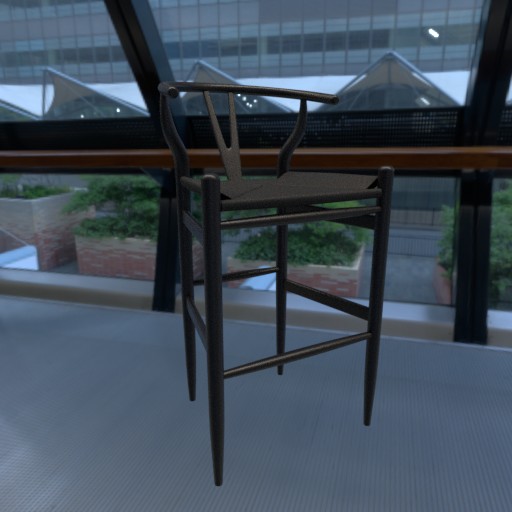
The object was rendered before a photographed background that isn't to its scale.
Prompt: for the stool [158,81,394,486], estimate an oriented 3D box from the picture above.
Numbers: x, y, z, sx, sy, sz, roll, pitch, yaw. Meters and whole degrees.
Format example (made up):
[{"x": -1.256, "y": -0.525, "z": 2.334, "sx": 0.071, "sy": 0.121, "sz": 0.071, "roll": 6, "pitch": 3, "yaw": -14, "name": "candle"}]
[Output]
[{"x": 0.000, "y": 0.000, "z": 1.401, "sx": 0.569, "sy": 1.072, "sz": 0.579, "roll": -8, "pitch": 17, "yaw": -28, "name": "stool"}]
